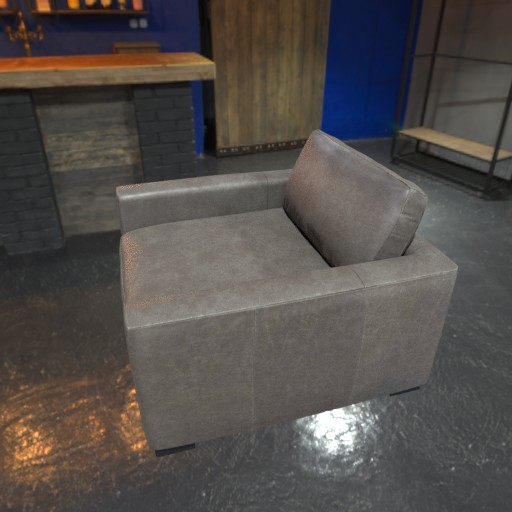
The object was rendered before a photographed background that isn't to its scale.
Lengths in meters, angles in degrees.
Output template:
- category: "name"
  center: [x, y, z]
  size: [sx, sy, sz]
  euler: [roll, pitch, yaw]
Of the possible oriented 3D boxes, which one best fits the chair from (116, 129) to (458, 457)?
- category: "chair"
  center: [0.000, 0.000, 1.813]
  size: [1.080, 0.807, 1.106]
  euler: [-9, 32, -14]
